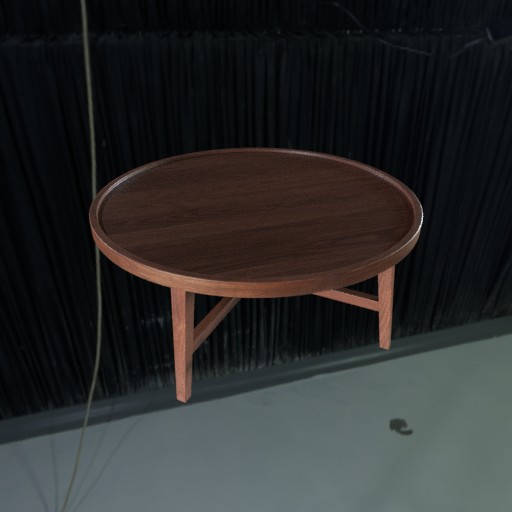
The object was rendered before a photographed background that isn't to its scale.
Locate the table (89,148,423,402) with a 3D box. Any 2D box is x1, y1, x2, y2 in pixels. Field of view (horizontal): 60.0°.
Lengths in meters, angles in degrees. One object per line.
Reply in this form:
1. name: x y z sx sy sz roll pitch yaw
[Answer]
1. table: 0.000 0.000 1.208 0.800 0.360 0.800 0 30 0
